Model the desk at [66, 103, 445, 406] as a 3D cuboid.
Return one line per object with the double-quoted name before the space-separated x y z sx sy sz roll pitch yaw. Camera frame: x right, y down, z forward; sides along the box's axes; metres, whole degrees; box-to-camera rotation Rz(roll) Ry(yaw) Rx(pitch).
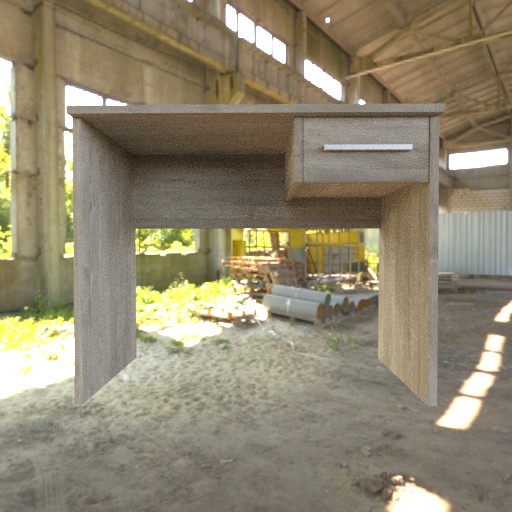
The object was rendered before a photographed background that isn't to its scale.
"desk" 0.000 0.000 1.299 0.893 0.724 0.498 0 1 1
